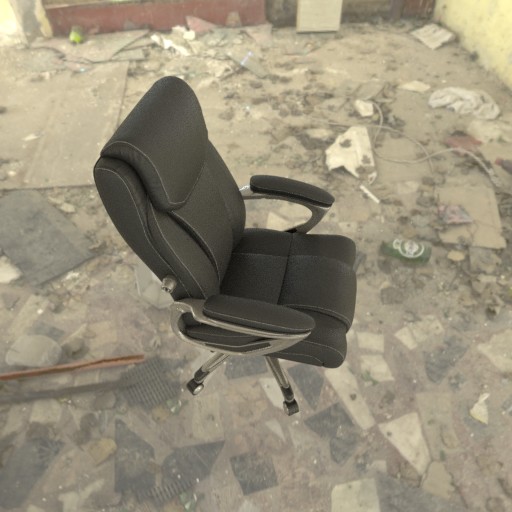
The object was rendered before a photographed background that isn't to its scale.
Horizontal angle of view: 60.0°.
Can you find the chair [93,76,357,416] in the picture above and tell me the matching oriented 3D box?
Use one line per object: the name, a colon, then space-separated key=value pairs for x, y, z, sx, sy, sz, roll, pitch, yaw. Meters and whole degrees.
chair: x=0.000 y=0.000 z=1.649 sx=0.784 sy=1.167 sz=0.741 roll=9 pitch=48 yaw=8
